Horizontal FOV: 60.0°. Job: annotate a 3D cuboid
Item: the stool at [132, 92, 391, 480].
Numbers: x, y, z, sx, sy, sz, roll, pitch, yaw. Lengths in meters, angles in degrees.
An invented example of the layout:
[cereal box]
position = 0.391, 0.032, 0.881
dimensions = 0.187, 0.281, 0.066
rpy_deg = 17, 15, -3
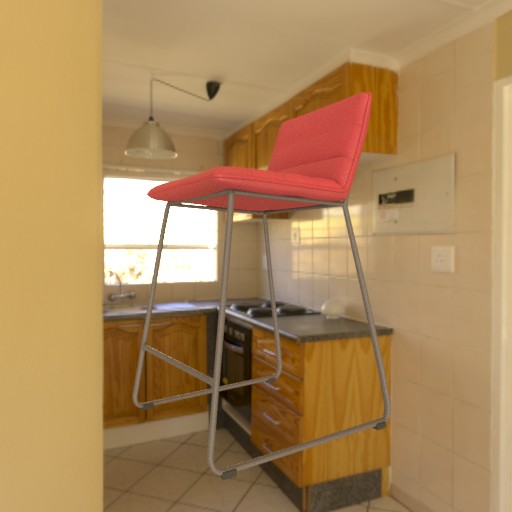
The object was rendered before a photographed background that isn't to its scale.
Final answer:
[stool]
position = 0.000, 0.000, 1.182
dimensions = 0.524, 0.866, 0.489
rpy_deg = -1, 1, -34
